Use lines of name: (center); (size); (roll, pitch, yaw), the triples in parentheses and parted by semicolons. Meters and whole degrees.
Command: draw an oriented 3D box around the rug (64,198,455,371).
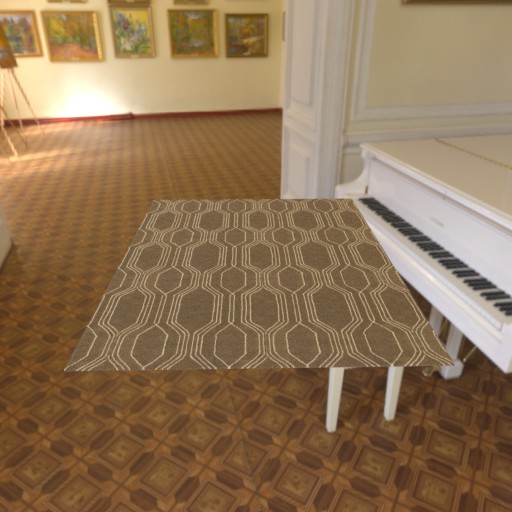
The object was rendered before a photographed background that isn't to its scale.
rug: (0.000, 0.000, 4.138); (2.457, 0.012, 3.062); (-1, 27, -1)
